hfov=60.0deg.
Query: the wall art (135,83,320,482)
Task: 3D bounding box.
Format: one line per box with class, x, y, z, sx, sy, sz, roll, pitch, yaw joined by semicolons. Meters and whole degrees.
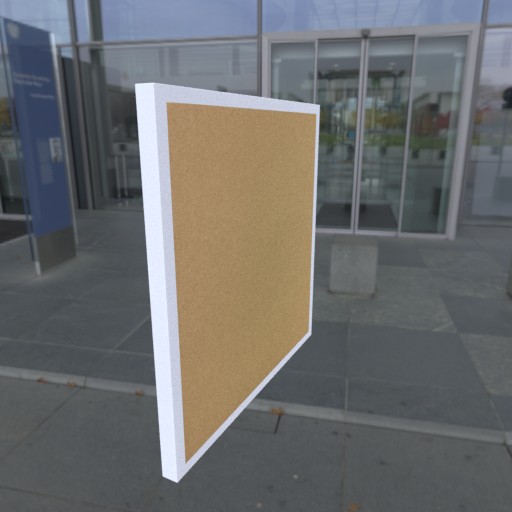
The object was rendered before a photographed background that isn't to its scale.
wall art;0.000;0.000;1.130;0.038;0.761;0.763;8;18;26
